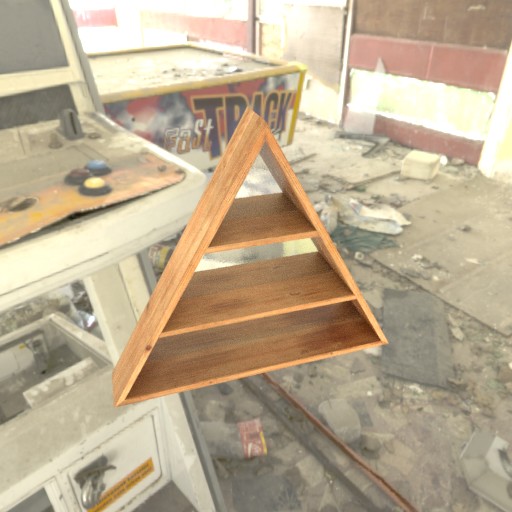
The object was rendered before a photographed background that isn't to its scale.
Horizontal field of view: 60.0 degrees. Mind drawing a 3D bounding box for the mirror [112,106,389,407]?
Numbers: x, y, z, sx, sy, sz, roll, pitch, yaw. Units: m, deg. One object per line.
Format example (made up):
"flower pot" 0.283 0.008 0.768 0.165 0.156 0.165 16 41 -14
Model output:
"mirror" 0.000 0.000 0.867 0.631 0.548 0.100 -9 33 -15
